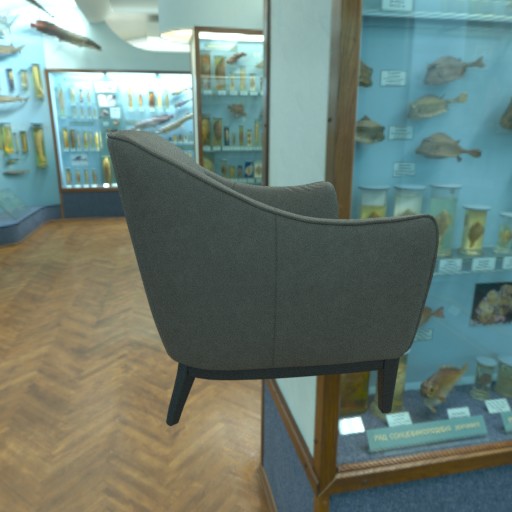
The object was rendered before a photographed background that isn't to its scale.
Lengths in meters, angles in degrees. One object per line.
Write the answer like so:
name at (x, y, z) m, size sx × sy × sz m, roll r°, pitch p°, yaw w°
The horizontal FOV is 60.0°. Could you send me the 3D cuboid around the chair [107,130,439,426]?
chair at (0.000, 0.000, 1.520) m, size 0.852 × 0.830 × 0.871 m, roll -3°, pitch 16°, yaw -9°
